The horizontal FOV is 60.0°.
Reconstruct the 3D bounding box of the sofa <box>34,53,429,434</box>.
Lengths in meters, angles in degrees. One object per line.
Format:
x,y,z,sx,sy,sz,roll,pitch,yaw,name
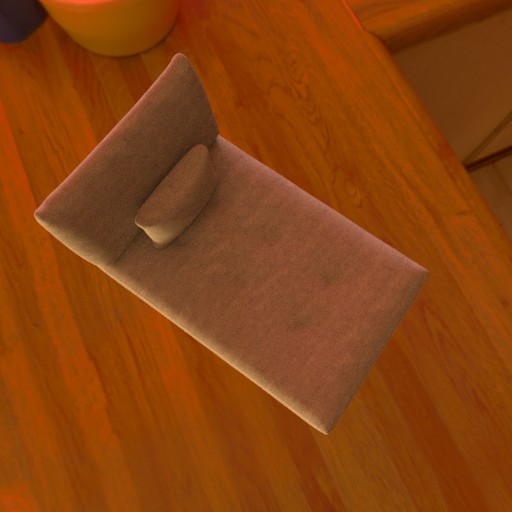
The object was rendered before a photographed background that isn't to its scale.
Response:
0.000,0.000,2.011,1.450,0.820,0.930,35,77,9,sofa
